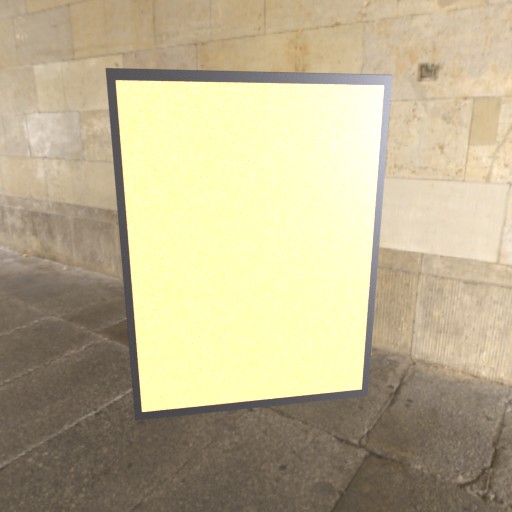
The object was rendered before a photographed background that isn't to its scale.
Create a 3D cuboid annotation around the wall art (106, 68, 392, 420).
[{"bbox_3d":[0.000,0.000,1.331,0.774,1.027,0.030,-3,16,-10],"label":"wall art"}]
